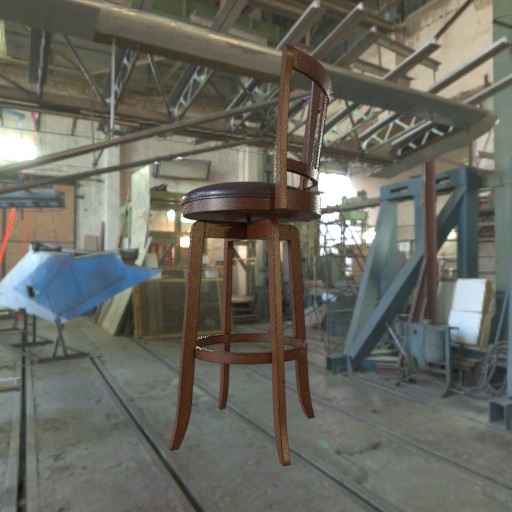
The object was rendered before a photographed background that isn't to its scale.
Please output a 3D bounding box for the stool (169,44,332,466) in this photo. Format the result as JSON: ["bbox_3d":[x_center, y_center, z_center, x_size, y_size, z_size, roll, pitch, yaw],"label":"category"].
[{"bbox_3d":[0.000,0.000,1.488,0.503,1.177,0.464,0,-1,17],"label":"stool"}]
